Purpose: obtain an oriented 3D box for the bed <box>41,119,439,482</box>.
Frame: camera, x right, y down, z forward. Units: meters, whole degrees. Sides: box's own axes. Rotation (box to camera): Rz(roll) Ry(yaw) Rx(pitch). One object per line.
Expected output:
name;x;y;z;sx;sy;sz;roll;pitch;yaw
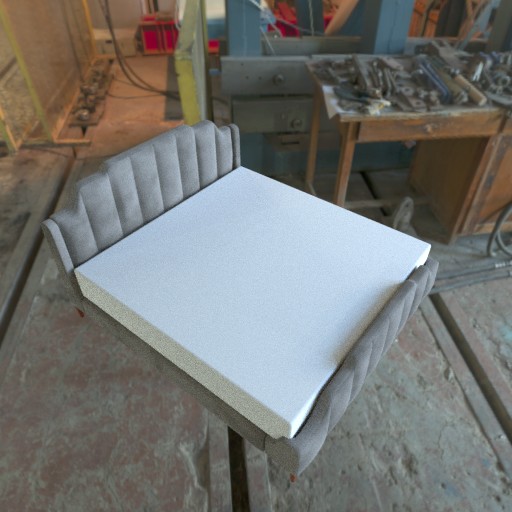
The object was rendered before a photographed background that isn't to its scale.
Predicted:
bed;0.000;0.000;3.502;2.340;1.245;2.074;28;48;28
